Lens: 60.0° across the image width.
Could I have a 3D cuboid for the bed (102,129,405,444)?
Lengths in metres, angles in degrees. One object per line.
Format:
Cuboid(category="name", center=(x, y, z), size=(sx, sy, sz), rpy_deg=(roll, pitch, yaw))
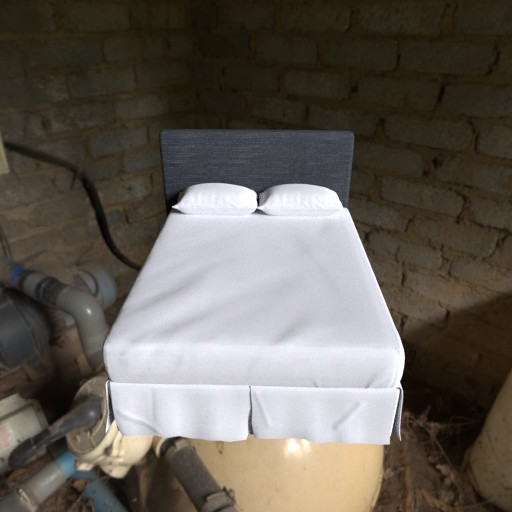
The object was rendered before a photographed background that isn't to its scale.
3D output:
Cuboid(category="bed", center=(0.000, 0.000, 3.162), size=(1.723, 1.330, 2.142), rpy_deg=(1, 28, 1))
